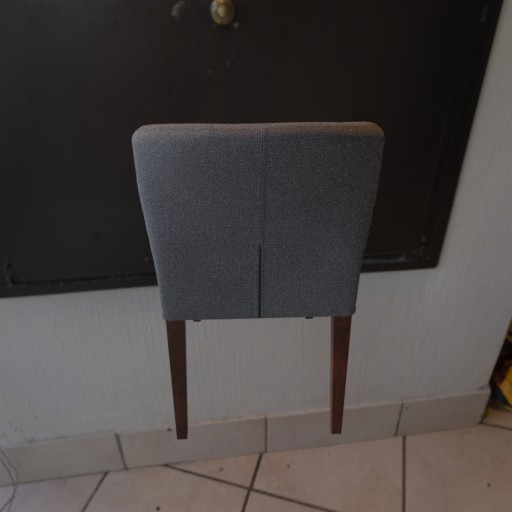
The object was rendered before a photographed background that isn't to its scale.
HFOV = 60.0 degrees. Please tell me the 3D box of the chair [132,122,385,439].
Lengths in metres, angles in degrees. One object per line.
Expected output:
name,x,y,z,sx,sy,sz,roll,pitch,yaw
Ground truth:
chair,0.000,0.000,1.180,0.491,0.839,0.589,-1,31,-2
